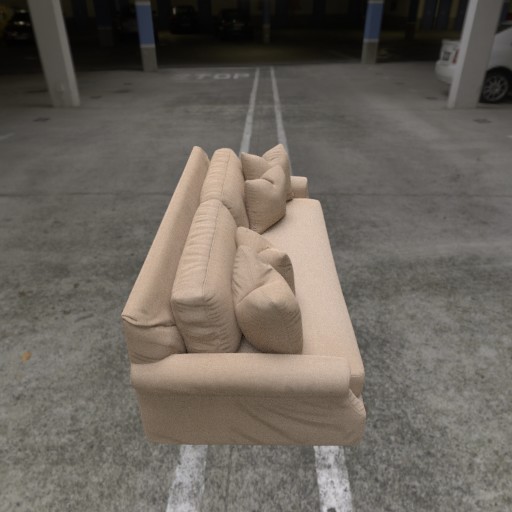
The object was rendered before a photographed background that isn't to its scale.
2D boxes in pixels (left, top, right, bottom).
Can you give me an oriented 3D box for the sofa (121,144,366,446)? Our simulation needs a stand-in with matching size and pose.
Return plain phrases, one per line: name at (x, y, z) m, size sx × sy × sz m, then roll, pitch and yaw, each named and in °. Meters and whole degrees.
sofa at (0.000, 0.000, 2.828) m, size 1.067 × 0.904 × 2.285 m, roll 0°, pitch 31°, yaw 1°
